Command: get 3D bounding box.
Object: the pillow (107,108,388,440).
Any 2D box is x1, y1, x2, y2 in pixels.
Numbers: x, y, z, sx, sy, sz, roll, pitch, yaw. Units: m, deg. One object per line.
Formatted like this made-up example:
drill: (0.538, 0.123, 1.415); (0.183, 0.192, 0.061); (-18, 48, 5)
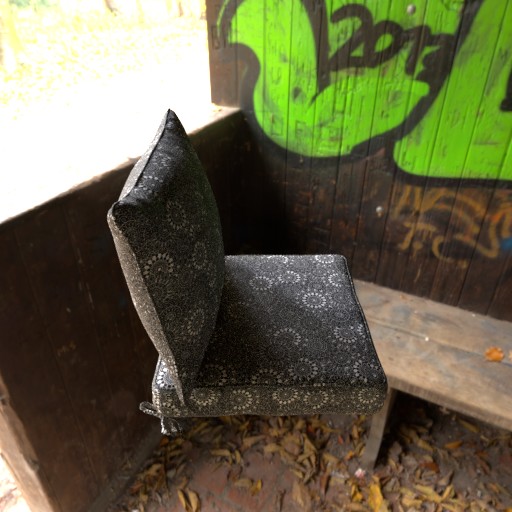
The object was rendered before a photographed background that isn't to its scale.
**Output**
pillow: (0.000, 0.000, 1.375); (0.740, 0.722, 0.798); (0, 33, -1)
